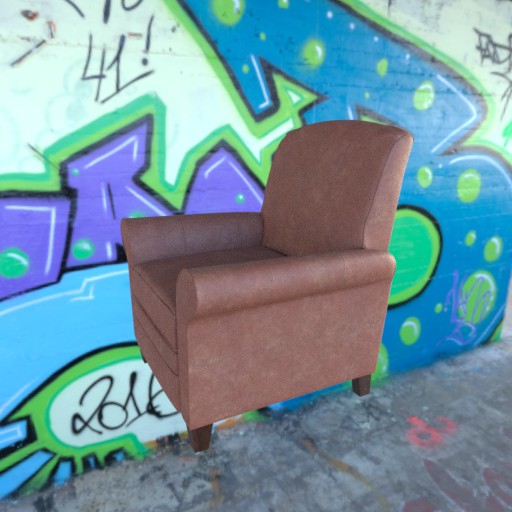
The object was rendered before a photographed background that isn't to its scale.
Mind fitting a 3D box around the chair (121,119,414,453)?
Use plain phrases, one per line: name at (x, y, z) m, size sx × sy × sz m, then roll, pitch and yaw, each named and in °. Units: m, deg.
chair at (0.000, 0.000, 1.792) m, size 0.902 × 1.061 × 0.978 m, roll -8°, pitch 18°, yaw -27°
